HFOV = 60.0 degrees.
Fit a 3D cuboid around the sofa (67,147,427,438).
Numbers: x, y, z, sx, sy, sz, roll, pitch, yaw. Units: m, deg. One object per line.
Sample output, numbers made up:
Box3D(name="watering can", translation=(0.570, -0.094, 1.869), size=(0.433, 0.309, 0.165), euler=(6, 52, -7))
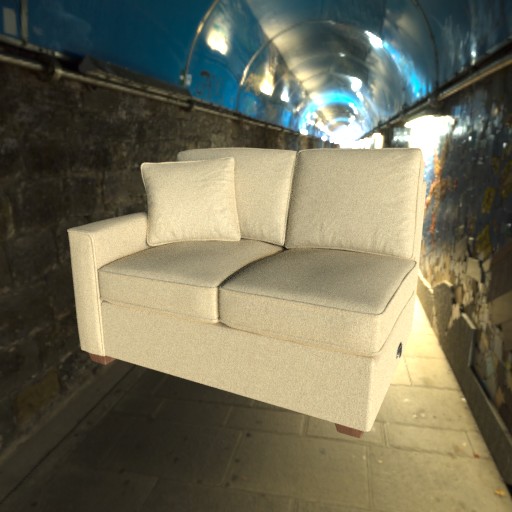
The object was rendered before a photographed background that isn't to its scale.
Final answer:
Box3D(name="sofa", translation=(0.000, 0.000, 2.075), size=(1.388, 0.989, 0.991), euler=(7, 16, 26))
